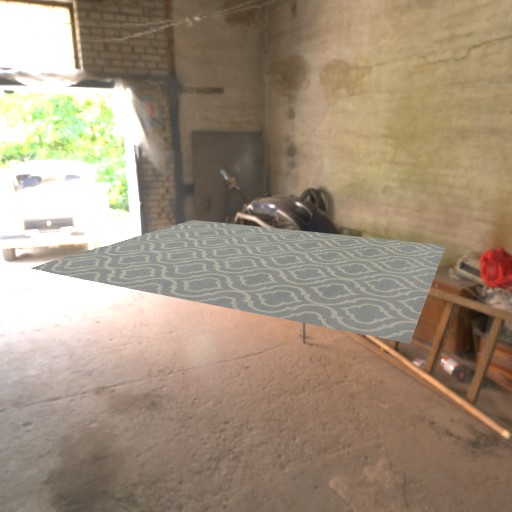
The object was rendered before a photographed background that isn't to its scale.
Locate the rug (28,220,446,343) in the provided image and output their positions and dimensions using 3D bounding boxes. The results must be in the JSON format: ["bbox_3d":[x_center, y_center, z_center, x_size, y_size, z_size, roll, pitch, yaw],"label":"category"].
[{"bbox_3d":[0.000,0.000,3.861,2.892,0.006,2.283,8,17,26],"label":"rug"}]
